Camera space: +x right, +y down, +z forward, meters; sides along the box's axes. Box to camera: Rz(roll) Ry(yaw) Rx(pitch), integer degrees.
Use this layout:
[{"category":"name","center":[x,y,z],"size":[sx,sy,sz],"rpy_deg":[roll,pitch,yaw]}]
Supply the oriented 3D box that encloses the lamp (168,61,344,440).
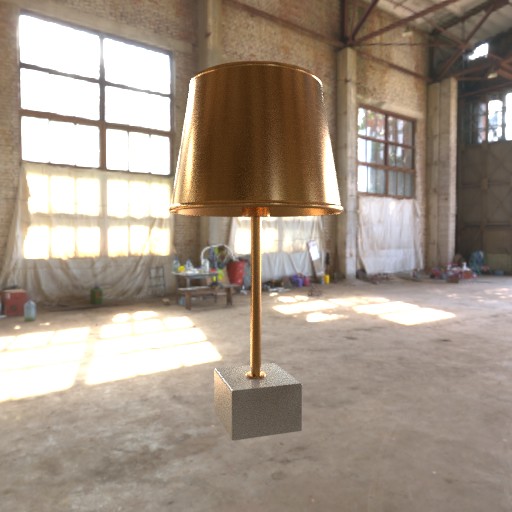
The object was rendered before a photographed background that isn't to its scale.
[{"category":"lamp","center":[0.000,0.000,0.539],"size":[0.208,0.406,0.208],"rpy_deg":[0,2,0]}]
